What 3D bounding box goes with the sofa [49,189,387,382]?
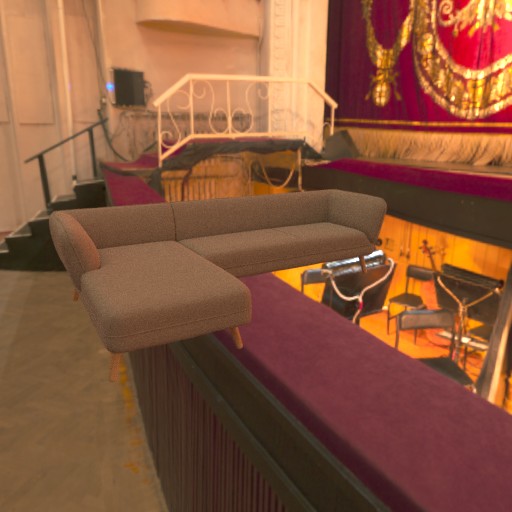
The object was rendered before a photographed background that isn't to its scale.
[{"bbox_3d":[0.000,0.000,3.319,2.653,0.693,1.532,-9,18,-28],"label":"sofa"}]
